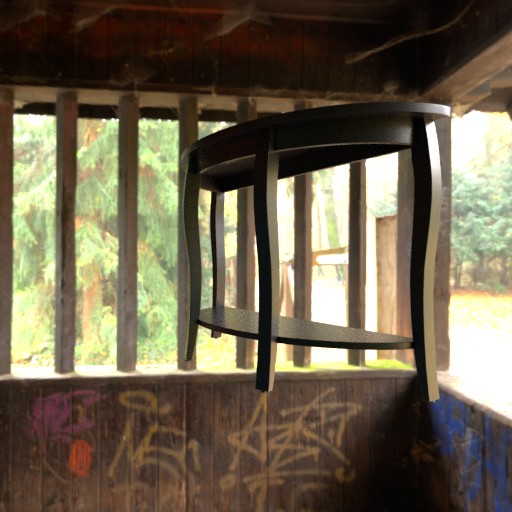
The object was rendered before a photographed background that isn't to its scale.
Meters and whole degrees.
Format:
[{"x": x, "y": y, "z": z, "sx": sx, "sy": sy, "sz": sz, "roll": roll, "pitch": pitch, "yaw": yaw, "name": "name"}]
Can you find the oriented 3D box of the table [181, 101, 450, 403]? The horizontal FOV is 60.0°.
[{"x": 0.000, "y": 0.000, "z": 1.551, "sx": 0.394, "sy": 0.780, "sz": 1.219, "roll": 0, "pitch": 0, "yaw": -35, "name": "table"}]
